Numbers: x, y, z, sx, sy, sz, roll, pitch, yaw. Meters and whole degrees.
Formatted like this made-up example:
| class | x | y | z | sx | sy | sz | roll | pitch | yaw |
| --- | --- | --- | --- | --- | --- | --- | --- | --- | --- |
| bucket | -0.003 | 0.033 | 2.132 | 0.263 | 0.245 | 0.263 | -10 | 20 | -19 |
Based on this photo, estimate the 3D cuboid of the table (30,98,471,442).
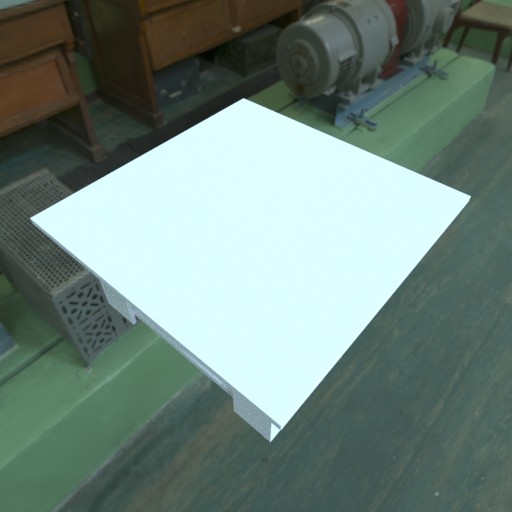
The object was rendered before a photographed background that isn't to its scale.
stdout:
| class | x | y | z | sx | sy | sz | roll | pitch | yaw |
| --- | --- | --- | --- | --- | --- | --- | --- | --- | --- |
| table | 0.000 | 0.000 | 1.064 | 0.670 | 0.305 | 0.670 | 32 | 55 | 26 |
